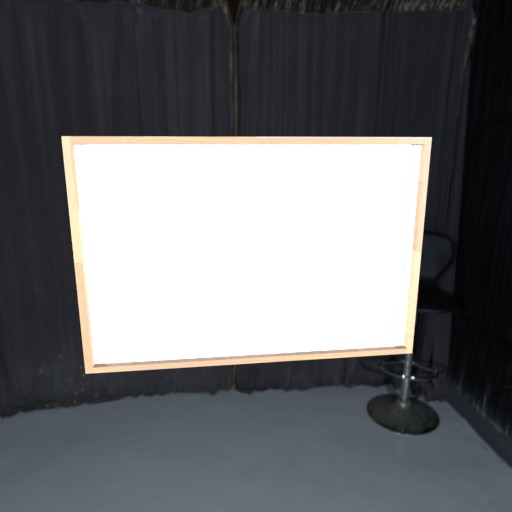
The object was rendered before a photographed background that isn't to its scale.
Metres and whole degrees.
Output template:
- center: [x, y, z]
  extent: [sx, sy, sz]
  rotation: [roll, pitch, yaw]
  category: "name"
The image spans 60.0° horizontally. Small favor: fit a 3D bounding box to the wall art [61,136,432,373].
- center: [0.000, 0.000, 1.169]
  extent: [0.914, 0.607, 0.023]
  rotation: [-2, 14, -7]
  category: "wall art"
